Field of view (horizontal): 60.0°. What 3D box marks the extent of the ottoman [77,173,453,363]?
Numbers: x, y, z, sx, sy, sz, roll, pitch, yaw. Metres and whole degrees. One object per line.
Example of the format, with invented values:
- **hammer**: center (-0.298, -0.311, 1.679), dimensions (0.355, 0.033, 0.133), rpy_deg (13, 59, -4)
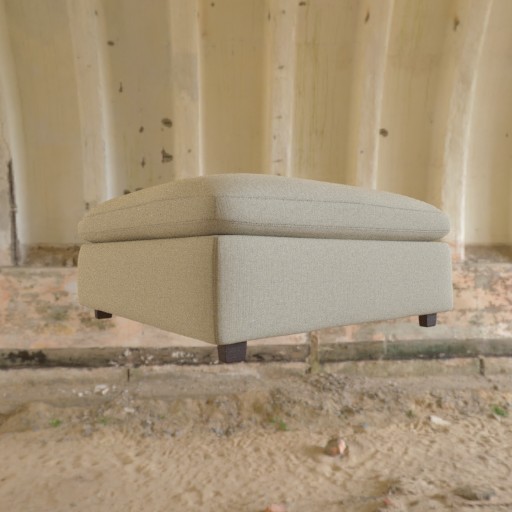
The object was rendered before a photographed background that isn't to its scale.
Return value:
- **ottoman**: center (0.000, 0.000, 1.564), dimensions (0.996, 0.467, 0.977), rpy_deg (0, 0, -38)
